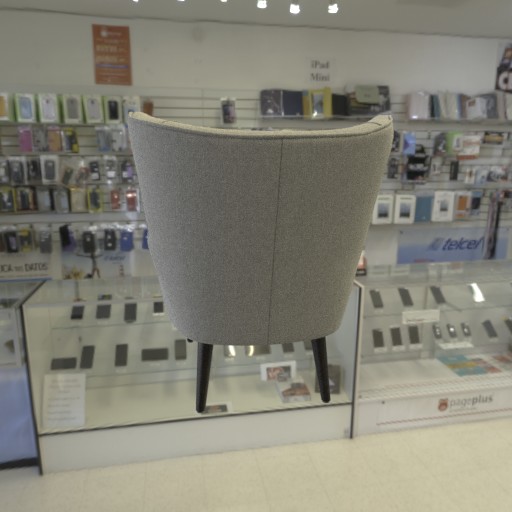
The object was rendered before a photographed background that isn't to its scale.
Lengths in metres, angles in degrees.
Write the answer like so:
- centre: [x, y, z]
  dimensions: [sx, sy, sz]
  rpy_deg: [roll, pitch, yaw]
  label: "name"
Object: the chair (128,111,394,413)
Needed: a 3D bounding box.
- centre: [0.000, 0.000, 1.569]
  dimensions: [0.781, 0.933, 0.888]
  rpy_deg: [-2, 13, -8]
  label: "chair"
